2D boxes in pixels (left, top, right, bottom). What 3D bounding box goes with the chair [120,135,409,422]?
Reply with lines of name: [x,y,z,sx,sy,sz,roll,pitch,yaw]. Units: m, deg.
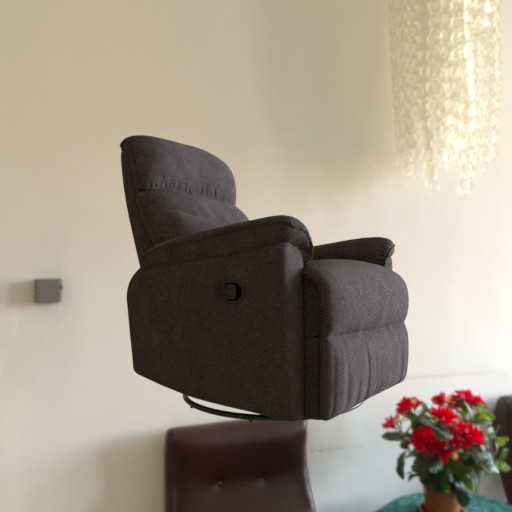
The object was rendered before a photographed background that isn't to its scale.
chair: [0.000,0.000,1.713,1.009,1.035,0.830,-3,-4,37]
